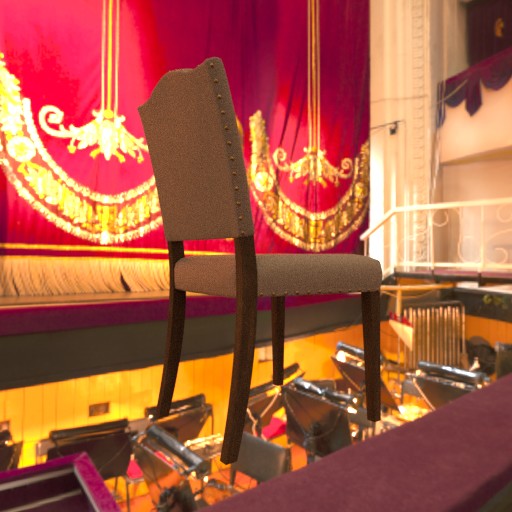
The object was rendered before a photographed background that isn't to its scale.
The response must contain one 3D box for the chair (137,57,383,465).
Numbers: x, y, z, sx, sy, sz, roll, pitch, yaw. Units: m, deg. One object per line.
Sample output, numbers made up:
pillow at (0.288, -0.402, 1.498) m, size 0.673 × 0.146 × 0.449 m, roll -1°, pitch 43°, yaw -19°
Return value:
chair at (0.000, 0.000, 1.394) m, size 0.620 × 1.020 × 0.508 m, roll 0°, pitch 0°, yaw -37°
